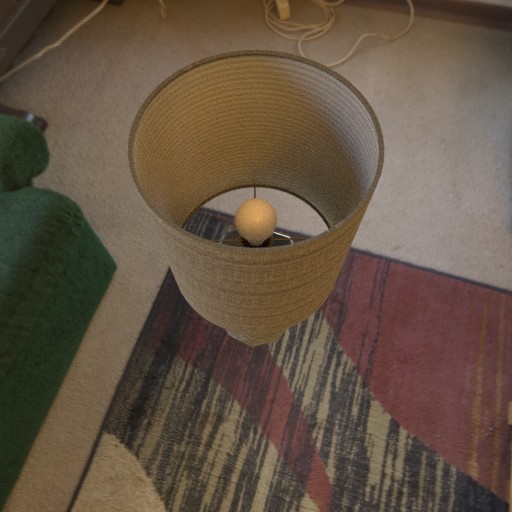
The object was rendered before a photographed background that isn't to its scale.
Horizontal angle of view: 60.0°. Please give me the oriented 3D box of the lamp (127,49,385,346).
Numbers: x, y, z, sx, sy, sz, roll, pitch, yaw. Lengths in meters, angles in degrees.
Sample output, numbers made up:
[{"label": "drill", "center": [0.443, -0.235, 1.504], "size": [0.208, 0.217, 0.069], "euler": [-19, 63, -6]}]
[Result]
[{"label": "lamp", "center": [0.000, 0.000, 0.721], "size": [0.269, 0.566, 0.268], "euler": [-1, 64, -1]}]
